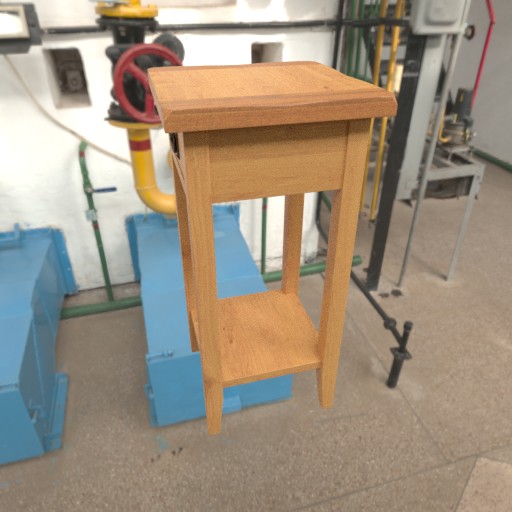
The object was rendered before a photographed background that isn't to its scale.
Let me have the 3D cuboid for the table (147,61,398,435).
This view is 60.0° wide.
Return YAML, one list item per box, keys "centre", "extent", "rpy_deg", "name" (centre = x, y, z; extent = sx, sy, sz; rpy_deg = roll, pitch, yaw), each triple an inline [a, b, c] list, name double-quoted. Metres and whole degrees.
- centre: [0.000, 0.000, 0.984]
  extent: [0.360, 0.740, 0.360]
  rpy_deg: [-8, 33, -13]
  name: "table"
